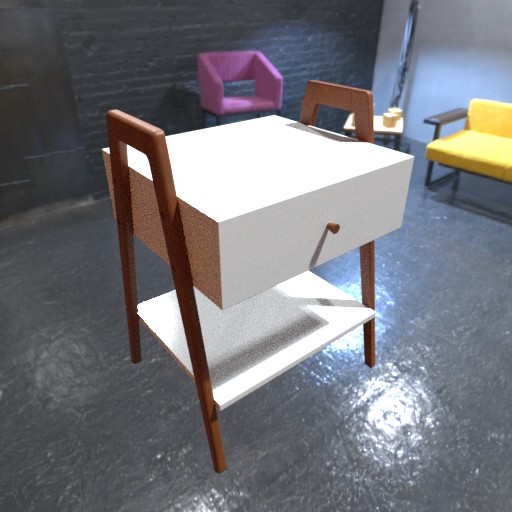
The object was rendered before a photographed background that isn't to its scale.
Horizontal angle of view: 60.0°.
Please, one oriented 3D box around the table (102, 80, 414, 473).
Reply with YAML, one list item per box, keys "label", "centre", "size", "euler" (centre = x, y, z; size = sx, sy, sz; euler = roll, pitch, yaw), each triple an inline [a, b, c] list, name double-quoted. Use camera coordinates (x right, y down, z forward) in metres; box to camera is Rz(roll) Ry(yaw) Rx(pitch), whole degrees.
- label: "table"
  centre: [0.000, 0.000, 0.904]
  size: [0.457, 0.610, 0.405]
  euler: [-22, 37, -32]
